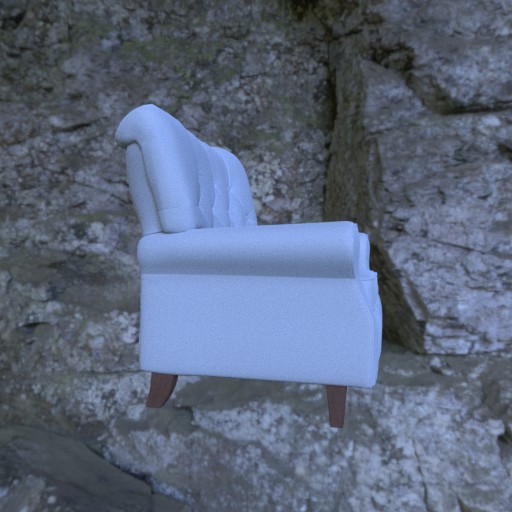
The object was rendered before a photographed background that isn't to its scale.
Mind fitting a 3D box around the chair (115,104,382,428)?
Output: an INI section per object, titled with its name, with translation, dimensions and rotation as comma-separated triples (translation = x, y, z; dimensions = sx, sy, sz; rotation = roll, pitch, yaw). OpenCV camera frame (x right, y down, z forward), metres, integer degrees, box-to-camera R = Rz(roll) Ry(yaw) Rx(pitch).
[chair]
translation = 0.000, 0.000, 2.067
dimensions = 1.128, 1.217, 1.090
rotation = 0, 0, 17
